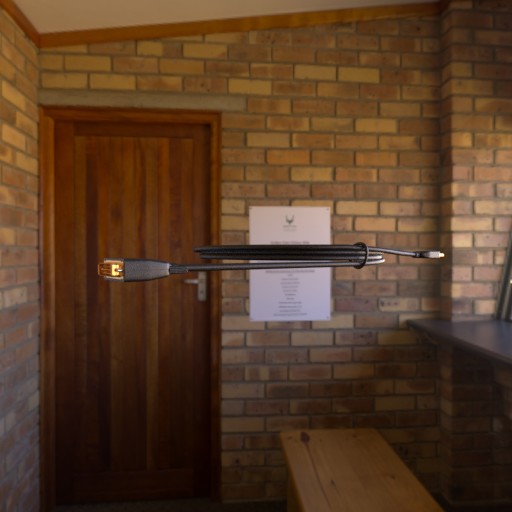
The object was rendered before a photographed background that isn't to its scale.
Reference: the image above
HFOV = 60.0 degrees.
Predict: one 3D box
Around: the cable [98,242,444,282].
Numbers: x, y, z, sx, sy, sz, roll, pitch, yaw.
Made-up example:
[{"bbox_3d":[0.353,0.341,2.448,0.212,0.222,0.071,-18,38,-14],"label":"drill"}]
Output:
[{"bbox_3d":[0.000,0.000,0.517,0.422,0.030,0.257,0,1,-37],"label":"cable"}]
